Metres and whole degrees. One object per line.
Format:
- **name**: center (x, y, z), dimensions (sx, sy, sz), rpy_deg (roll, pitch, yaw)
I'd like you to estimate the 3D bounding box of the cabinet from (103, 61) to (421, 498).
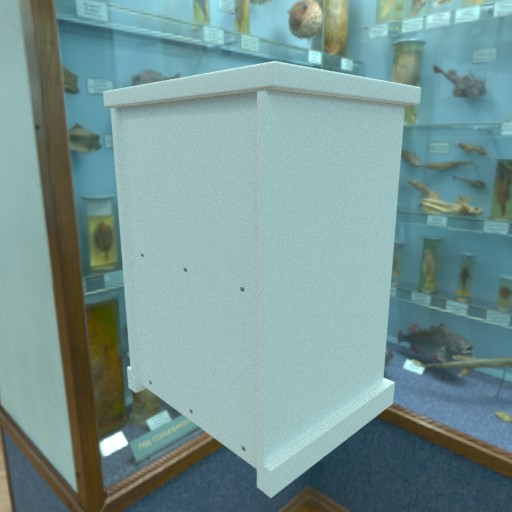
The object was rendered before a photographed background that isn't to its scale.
- **cabinet**: center (0.000, 0.000, 1.021), dimensions (0.431, 0.723, 0.520), rpy_deg (-13, 20, -42)
